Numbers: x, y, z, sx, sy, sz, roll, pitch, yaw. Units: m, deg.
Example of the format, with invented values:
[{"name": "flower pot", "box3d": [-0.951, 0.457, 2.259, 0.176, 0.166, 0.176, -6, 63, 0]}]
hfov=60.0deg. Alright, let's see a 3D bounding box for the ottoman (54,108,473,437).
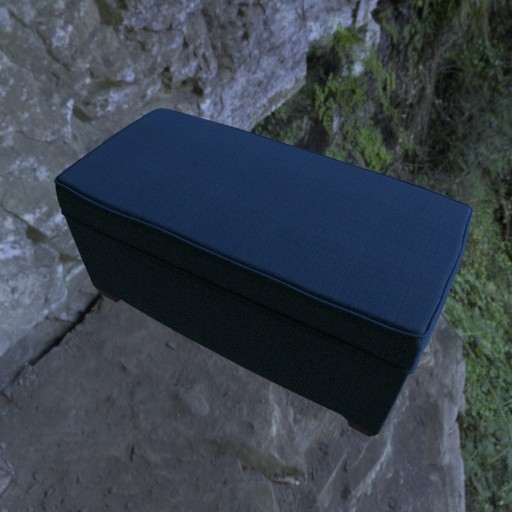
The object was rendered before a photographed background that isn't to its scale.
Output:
[{"name": "ottoman", "box3d": [0.000, 0.000, 1.207, 0.943, 0.474, 0.474, 23, 51, 20]}]
